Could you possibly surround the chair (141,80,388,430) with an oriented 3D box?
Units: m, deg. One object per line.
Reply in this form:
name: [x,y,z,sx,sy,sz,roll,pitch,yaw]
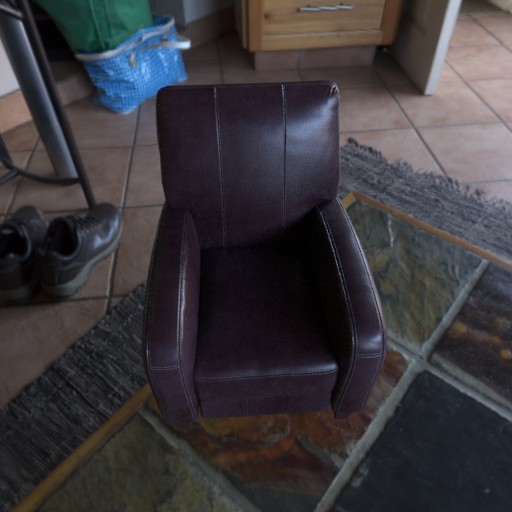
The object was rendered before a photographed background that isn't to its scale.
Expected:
chair: [0.000,0.000,1.653,0.762,0.990,0.990,-3,46,-3]
